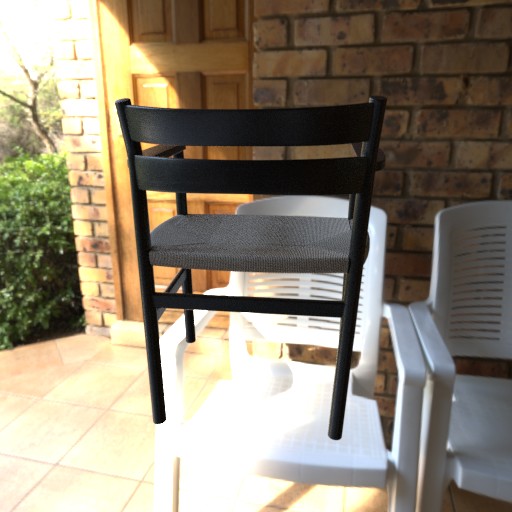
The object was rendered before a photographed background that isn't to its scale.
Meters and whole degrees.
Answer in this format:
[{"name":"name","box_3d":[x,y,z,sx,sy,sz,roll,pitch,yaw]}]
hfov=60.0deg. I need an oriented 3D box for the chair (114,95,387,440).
[{"name":"chair","box_3d":[0.000,0.000,1.174,0.630,0.775,0.508,2,16,7]}]
